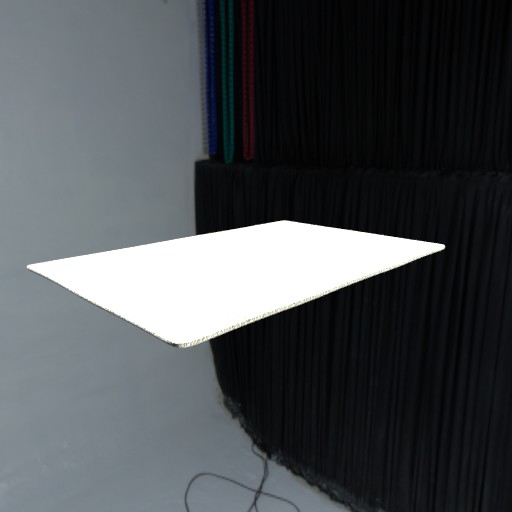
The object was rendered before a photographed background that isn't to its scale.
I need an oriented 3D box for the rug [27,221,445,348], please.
[{"bbox_3d":[0.000,0.000,3.365,1.798,0.025,2.698,13,19,43],"label":"rug"}]
